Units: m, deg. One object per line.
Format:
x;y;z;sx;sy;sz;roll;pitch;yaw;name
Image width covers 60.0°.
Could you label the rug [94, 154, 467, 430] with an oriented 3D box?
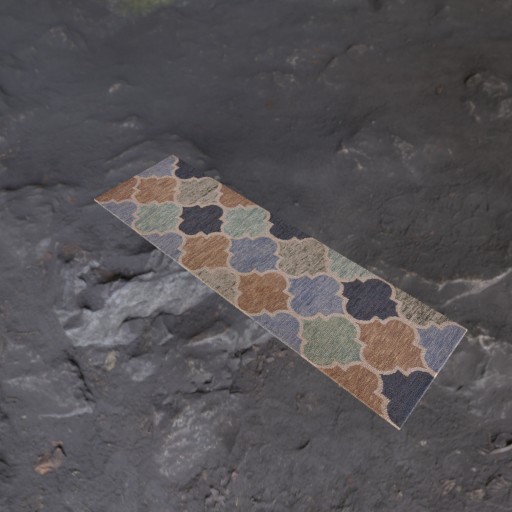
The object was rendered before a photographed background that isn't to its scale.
0.000;0.000;2.605;2.287;0.011;0.687;34;56;27;rug
